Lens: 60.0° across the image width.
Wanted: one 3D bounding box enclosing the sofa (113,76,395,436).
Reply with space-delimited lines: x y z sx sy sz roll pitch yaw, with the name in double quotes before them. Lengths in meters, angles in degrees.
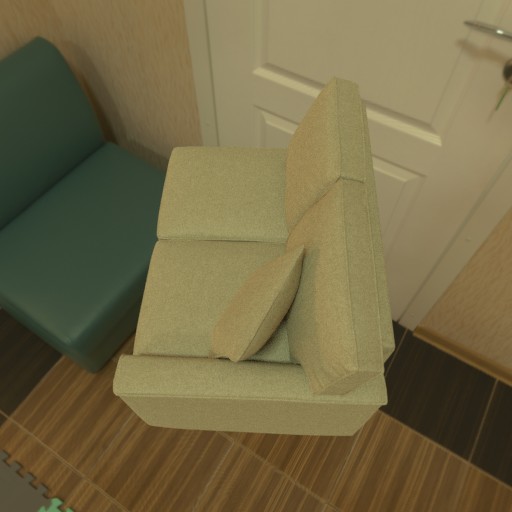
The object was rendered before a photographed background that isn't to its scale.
"sofa" 0.000 0.000 2.042 0.991 0.989 1.388 2 58 1
